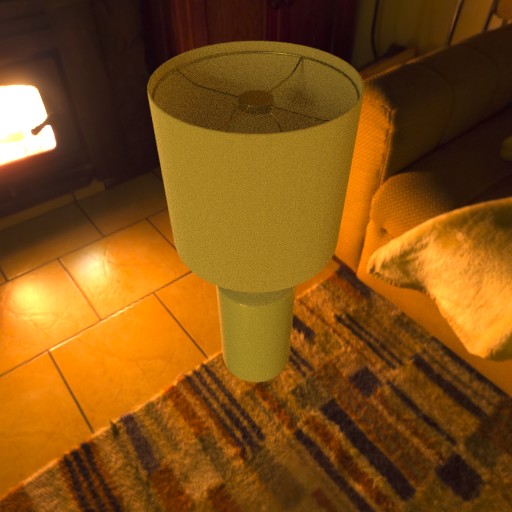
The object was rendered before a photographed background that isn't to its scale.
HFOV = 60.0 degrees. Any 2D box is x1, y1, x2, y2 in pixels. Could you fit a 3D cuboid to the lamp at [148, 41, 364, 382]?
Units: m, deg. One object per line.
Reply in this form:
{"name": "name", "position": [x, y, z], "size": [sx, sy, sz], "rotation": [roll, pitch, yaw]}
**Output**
{"name": "lamp", "position": [0.000, 0.000, 0.612], "size": [0.212, 0.493, 0.212], "rotation": [23, 50, 22]}
